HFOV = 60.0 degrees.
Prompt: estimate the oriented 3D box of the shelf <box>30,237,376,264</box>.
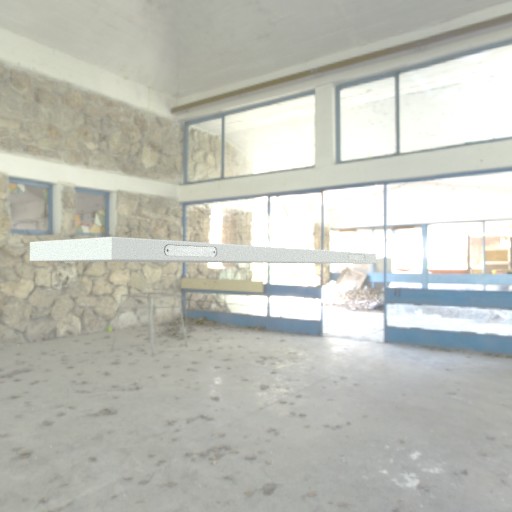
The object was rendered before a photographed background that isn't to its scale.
[{"bbox_3d":[0.000,0.000,0.668,0.140,0.020,0.610,-1,-2,36],"label":"shelf"}]
